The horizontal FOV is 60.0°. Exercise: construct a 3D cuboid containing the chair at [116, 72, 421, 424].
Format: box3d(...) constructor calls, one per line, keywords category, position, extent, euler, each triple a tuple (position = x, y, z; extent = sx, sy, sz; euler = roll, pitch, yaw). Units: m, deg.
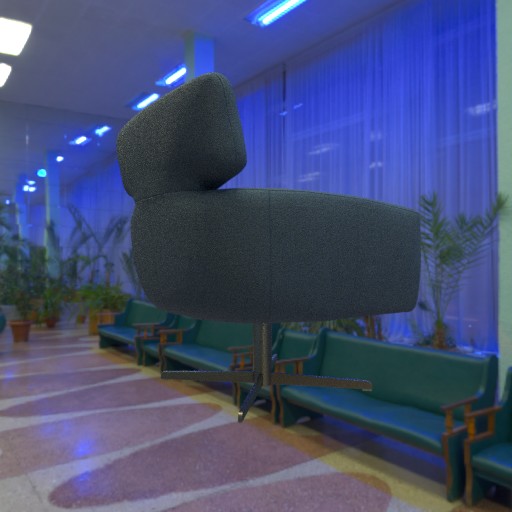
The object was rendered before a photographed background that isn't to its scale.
box3d(category="chair", position=(0.000, 0.000, 1.384), extent=(0.761, 0.813, 0.738), euler=(0, 0, -35))
